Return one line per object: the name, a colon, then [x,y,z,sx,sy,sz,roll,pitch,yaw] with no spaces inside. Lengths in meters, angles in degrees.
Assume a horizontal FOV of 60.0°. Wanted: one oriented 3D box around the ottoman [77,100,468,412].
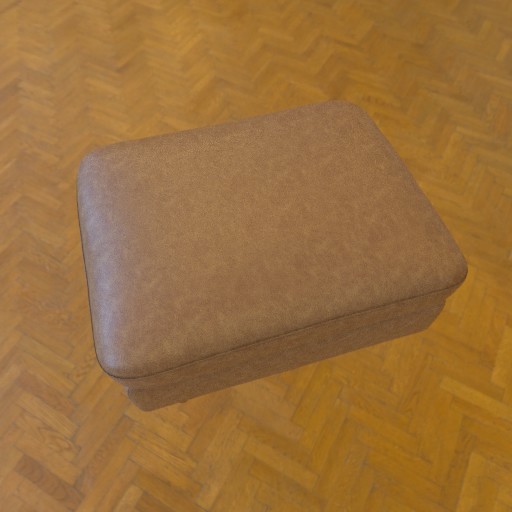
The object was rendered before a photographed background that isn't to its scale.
ottoman: [0.000,0.000,1.102,0.747,0.478,0.593,-15,58,-9]
